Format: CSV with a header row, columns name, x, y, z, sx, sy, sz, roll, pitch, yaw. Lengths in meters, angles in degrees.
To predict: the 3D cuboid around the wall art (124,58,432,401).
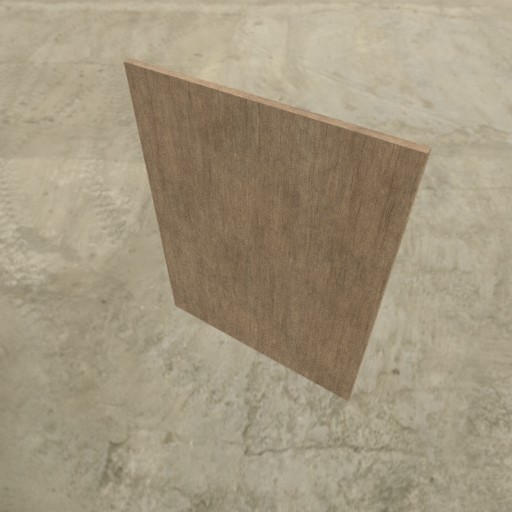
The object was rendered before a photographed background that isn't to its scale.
name,x,y,z,sx,sy,sz,roll,pitch,yaw
wall art,0.000,0.000,0.918,0.534,0.686,0.018,25,51,22
